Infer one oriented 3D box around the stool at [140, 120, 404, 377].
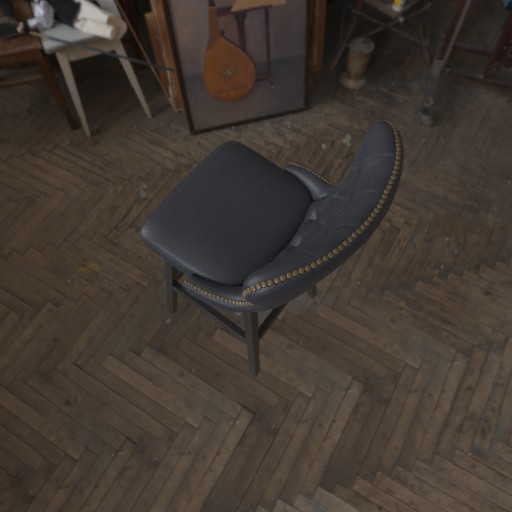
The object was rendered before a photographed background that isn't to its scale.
[{"bbox_3d":[0.000,0.000,1.395,0.601,1.050,0.528,34,68,15],"label":"stool"}]
